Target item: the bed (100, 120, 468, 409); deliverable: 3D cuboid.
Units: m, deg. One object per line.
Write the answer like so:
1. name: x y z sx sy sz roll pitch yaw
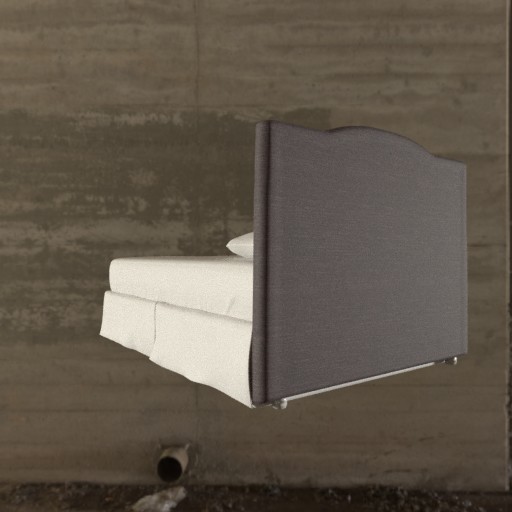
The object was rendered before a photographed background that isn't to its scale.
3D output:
1. bed: 0.000 0.000 3.499 1.741 1.441 2.507 0 0 -35
